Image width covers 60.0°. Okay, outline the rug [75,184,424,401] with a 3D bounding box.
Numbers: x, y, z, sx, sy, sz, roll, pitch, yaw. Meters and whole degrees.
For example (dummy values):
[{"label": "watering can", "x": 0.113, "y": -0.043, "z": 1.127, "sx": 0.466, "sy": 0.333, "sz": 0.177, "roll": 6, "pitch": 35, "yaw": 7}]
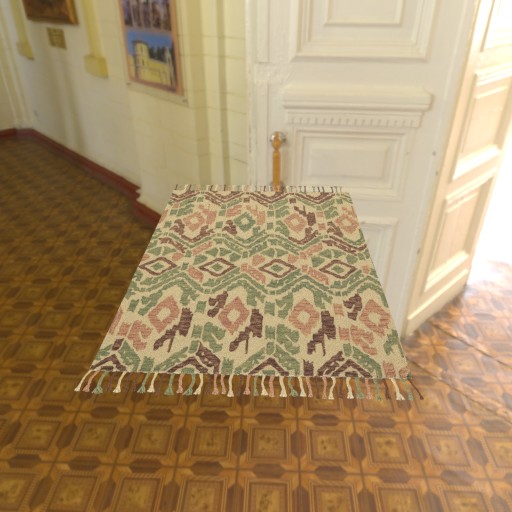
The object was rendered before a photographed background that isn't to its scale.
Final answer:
[{"label": "rug", "x": 0.000, "y": 0.000, "z": 2.307, "sx": 1.219, "sy": 0.010, "sz": 1.829, "roll": 1, "pitch": 32, "yaw": 2}]
